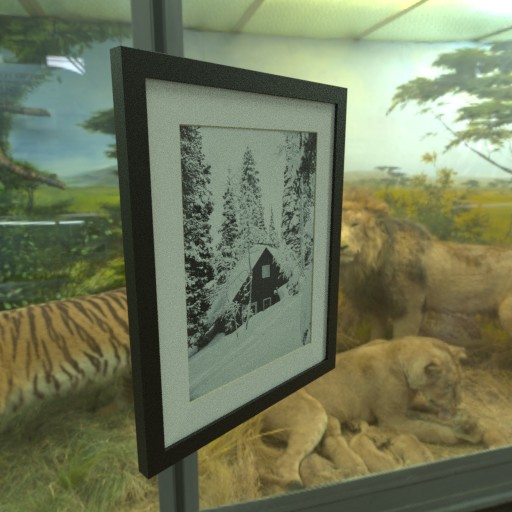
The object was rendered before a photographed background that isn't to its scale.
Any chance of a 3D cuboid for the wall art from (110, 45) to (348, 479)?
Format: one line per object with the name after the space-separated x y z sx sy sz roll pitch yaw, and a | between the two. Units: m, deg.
0.000 0.000 0.513 0.018 0.397 0.325 12 18 43 | wall art
